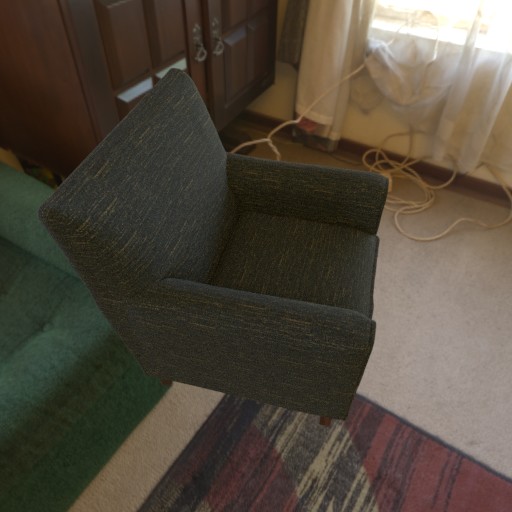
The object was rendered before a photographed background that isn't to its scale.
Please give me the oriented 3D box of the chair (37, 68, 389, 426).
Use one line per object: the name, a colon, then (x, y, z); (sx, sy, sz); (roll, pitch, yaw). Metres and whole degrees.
chair: (0.000, 0.000, 1.592); (0.873, 0.928, 0.864); (11, 47, 10)
